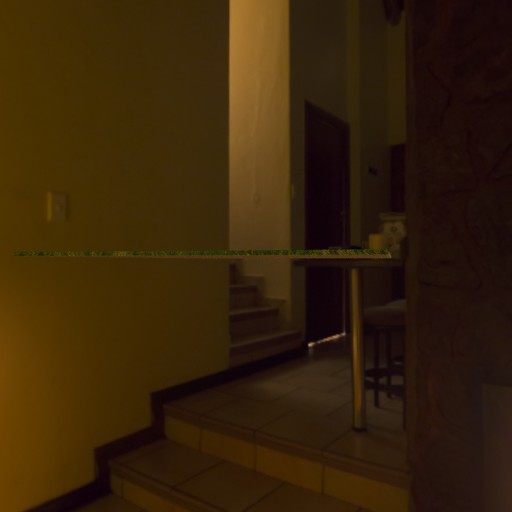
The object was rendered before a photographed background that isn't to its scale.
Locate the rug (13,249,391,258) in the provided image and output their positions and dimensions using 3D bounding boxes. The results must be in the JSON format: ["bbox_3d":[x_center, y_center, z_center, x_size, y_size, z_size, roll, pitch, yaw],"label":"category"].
[{"bbox_3d":[0.000,0.000,4.138,2.405,0.027,3.217,0,-1,17],"label":"rug"}]
